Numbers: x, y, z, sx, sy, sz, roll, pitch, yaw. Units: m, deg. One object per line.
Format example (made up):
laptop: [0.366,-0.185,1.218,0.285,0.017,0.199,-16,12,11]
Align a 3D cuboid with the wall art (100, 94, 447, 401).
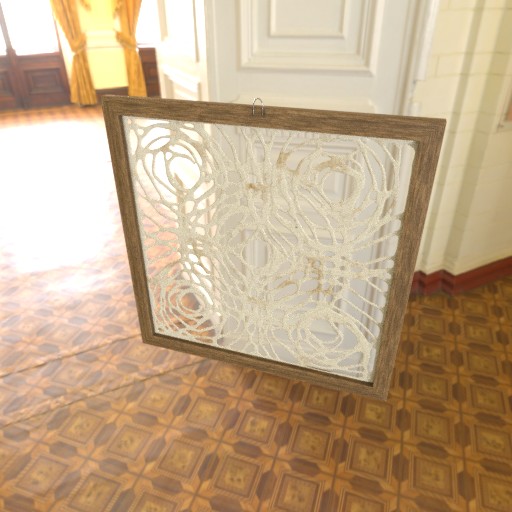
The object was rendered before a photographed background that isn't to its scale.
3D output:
wall art: [0.000,0.000,0.834,0.561,0.576,0.021,10,32,16]
